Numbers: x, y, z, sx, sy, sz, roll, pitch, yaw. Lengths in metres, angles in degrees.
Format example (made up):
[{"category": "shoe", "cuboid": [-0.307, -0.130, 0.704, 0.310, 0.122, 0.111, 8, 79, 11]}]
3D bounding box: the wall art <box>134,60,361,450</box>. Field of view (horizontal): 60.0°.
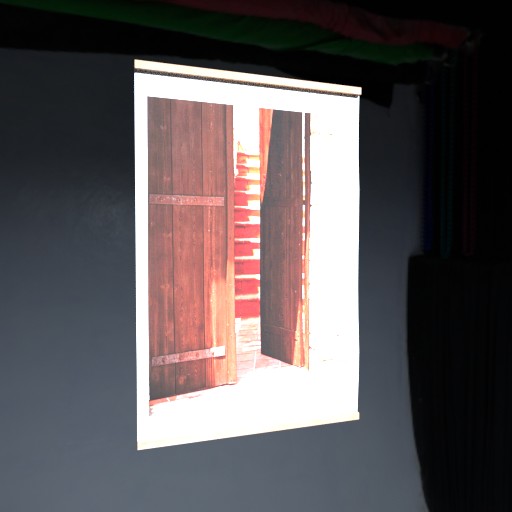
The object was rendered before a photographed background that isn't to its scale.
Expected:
[{"category": "wall art", "cuboid": [0.000, 0.000, 0.634, 0.332, 0.508, 0.012, -1, 2, -18]}]
